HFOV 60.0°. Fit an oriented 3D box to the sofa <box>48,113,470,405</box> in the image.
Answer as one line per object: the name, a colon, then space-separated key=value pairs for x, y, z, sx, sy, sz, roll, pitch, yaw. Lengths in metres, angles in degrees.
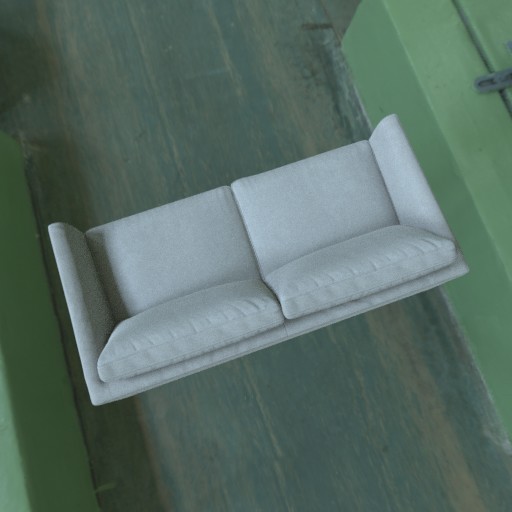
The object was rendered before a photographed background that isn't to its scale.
sofa: x=0.000 y=0.000 z=2.784 sx=2.588 sy=0.838 sz=1.090 roll=-19 pitch=77 yaw=-4
